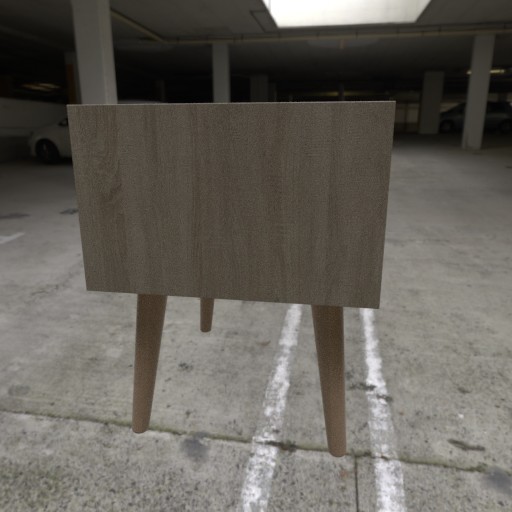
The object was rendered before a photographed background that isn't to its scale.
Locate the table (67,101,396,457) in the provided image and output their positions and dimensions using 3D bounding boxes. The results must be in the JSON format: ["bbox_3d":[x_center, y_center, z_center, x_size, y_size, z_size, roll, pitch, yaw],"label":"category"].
[{"bbox_3d":[0.000,0.000,0.762,0.370,0.470,0.450,3,16,10],"label":"table"}]
